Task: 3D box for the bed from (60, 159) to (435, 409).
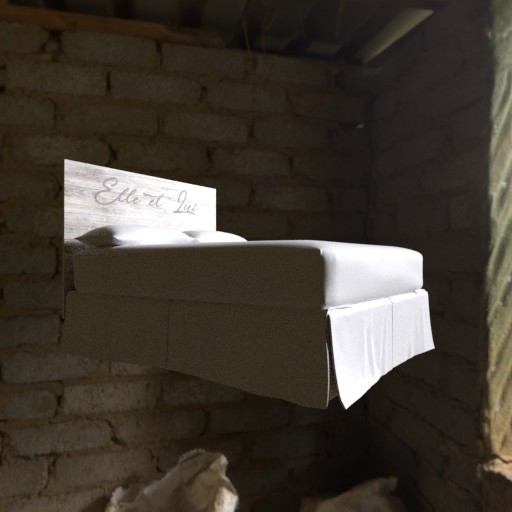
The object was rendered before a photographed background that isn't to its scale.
[{"bbox_3d":[0.000,0.000,3.146,2.094,1.335,1.745,0,-1,35],"label":"bed"}]
